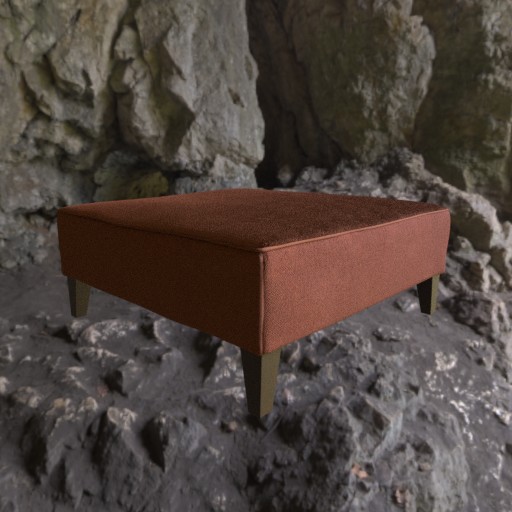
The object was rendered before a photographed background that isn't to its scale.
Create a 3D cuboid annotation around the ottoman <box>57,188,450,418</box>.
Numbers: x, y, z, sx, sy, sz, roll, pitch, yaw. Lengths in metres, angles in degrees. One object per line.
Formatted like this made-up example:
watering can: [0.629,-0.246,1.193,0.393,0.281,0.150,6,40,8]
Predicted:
ottoman: [0.000,0.000,1.580,0.999,0.438,0.997,12,17,42]
